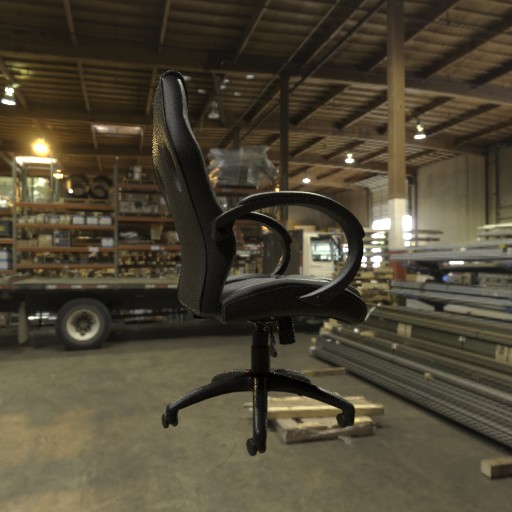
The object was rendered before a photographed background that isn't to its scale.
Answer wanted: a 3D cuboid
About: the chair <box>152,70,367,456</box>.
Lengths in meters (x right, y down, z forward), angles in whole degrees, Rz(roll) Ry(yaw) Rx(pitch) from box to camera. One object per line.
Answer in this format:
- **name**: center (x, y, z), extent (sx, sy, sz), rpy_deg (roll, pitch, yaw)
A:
- **chair**: center (0.000, 0.000, 1.622), extent (0.724, 1.187, 0.673), rpy_deg (0, 0, -18)
